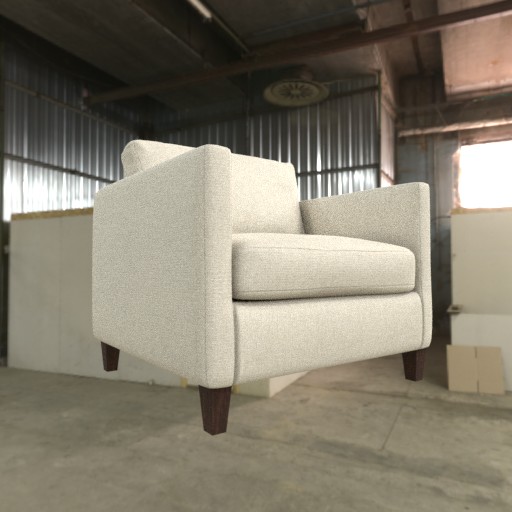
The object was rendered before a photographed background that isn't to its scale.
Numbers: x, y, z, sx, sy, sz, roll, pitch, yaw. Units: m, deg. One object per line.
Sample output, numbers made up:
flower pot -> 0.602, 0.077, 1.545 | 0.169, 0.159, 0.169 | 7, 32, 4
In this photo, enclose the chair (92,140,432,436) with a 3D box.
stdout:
chair -> 0.000, 0.000, 1.717 | 0.996, 0.919, 0.959 | 1, -1, -36
